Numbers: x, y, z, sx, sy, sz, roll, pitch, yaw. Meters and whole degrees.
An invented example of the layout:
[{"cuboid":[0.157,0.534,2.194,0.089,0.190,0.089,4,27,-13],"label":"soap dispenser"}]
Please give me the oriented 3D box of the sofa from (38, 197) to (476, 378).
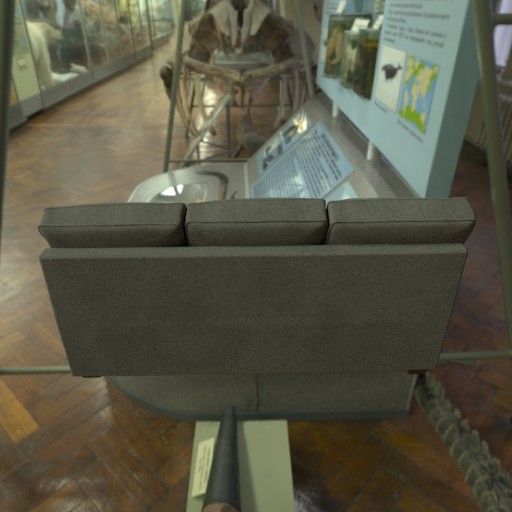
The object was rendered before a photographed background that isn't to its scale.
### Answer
[{"cuboid":[0.000,0.000,2.543,1.962,0.973,1.027,-1,29,-1],"label":"sofa"}]
